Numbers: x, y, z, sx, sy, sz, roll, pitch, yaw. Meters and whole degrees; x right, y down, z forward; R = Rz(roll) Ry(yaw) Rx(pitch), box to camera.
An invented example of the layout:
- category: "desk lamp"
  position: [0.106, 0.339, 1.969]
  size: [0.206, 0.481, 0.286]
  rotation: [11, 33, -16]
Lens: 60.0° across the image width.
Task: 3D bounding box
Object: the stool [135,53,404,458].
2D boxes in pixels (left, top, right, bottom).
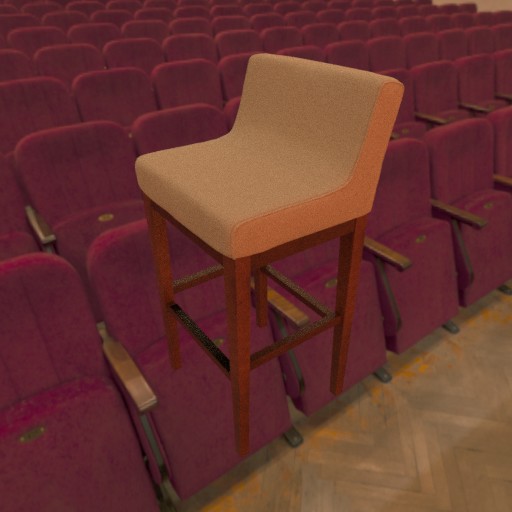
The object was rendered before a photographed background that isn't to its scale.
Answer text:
- category: "stool"
  position: [0.000, 0.000, 1.322]
  size: [0.500, 1.037, 0.511]
  rotation: [-21, 38, -30]
